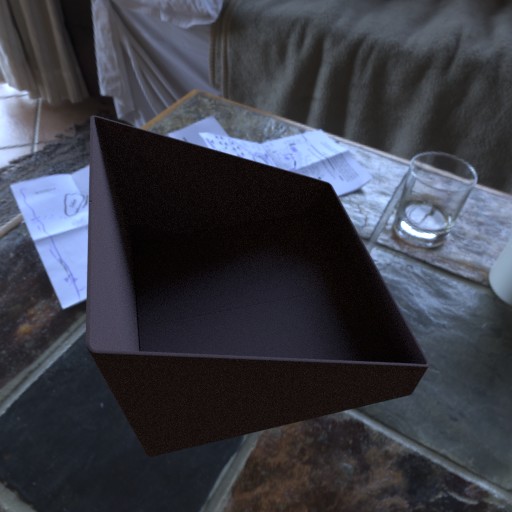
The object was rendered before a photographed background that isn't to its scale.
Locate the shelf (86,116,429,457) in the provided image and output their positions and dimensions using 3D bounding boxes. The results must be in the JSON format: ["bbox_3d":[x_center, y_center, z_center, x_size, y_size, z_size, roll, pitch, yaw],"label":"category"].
[{"bbox_3d":[0.000,0.000,0.477,0.292,0.210,0.292,-10,49,-9],"label":"shelf"}]
